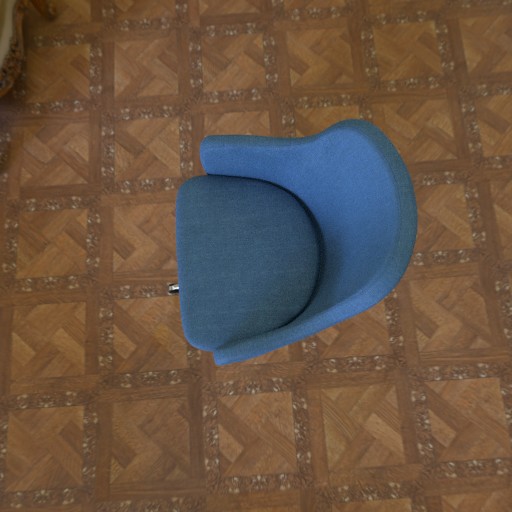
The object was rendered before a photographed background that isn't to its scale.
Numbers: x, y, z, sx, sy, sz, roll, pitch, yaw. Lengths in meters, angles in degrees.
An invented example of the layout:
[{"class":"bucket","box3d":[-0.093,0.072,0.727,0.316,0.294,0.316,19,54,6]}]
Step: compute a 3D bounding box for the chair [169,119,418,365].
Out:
[{"class":"chair","box3d":[0.000,0.000,1.288,0.655,0.820,0.599,-5,76,-1]}]
